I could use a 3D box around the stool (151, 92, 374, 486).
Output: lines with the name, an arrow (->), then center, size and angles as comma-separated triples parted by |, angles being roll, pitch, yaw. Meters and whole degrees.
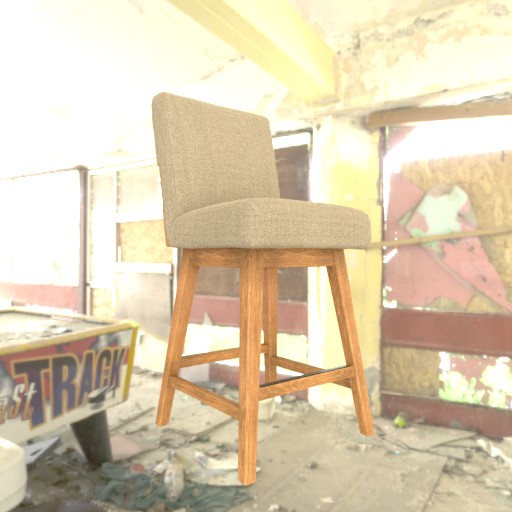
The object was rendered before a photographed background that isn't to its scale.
stool -> 0.000, 0.000, 1.312 | 0.459, 1.010, 0.526 | 0, 0, -38
